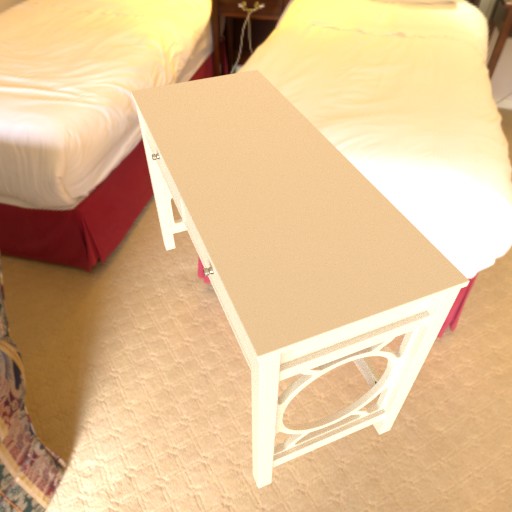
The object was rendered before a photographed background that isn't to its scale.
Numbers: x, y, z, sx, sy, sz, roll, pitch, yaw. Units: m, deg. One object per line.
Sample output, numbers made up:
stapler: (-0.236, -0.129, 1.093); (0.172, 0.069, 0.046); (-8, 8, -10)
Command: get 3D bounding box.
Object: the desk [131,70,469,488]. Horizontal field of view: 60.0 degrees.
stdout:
desk: (0.000, 0.000, 1.541); (0.504, 0.762, 1.191); (-16, 47, -16)
